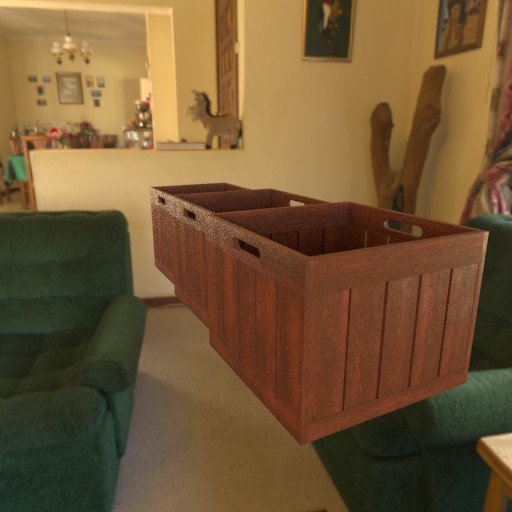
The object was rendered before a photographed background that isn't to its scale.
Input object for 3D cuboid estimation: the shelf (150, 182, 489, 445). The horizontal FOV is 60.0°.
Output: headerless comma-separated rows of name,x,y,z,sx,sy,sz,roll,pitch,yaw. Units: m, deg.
shelf,0.000,0.000,1.209,0.393,0.311,1.064,-8,18,-26
